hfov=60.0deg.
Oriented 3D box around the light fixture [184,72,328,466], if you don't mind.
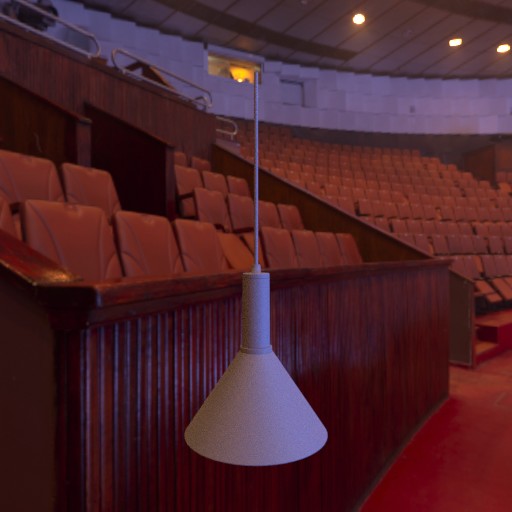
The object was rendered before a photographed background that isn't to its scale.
[{"bbox_3d":[0.000,0.000,0.831,0.267,0.683,0.267,0,1,19],"label":"light fixture"}]
